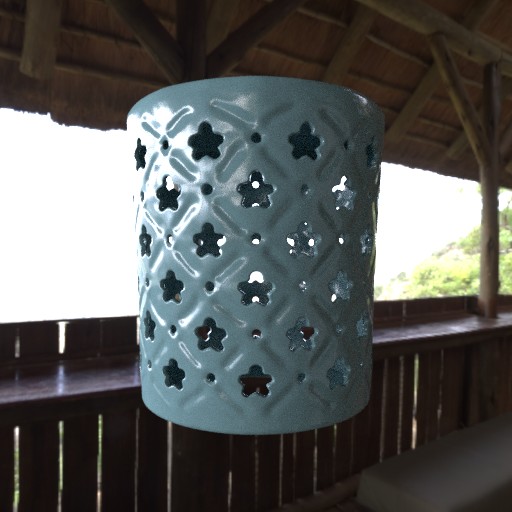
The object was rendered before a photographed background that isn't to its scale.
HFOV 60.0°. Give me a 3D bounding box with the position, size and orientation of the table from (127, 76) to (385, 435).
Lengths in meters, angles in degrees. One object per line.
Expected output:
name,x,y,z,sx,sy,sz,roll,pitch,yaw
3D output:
table,0.000,0.000,0.632,0.352,0.387,0.352,0,1,0
